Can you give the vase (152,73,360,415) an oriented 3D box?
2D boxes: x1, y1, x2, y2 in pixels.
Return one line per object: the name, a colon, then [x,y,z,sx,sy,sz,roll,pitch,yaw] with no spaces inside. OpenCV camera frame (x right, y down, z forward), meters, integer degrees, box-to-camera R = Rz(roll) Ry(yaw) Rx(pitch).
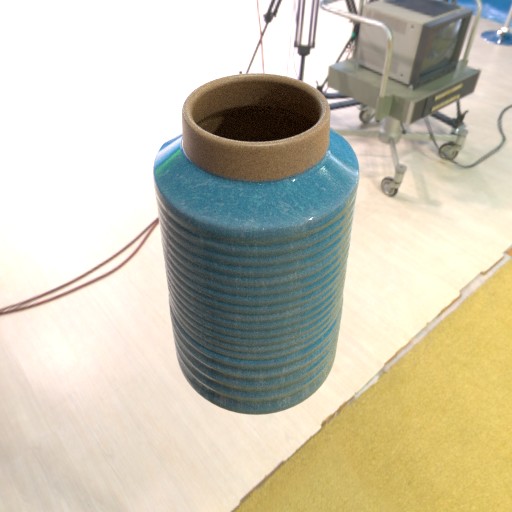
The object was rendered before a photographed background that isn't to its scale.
vase: [0.000,0.000,0.366,0.163,0.267,0.163,0,47,0]
